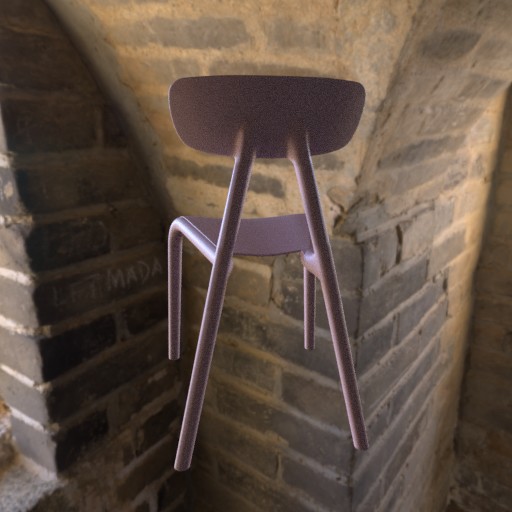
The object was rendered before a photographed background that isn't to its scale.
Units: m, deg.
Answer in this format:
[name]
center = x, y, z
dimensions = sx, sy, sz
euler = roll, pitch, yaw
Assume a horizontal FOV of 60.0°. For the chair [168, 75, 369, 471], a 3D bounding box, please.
[chair]
center = 0.000, 0.000, 0.829
dimensions = 0.356, 0.580, 0.401
euler = -2, 14, -9
